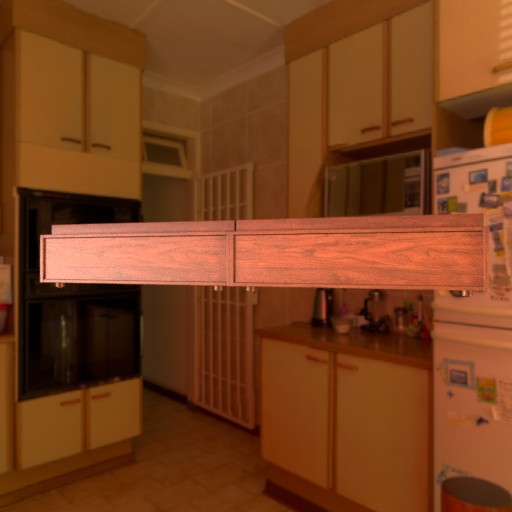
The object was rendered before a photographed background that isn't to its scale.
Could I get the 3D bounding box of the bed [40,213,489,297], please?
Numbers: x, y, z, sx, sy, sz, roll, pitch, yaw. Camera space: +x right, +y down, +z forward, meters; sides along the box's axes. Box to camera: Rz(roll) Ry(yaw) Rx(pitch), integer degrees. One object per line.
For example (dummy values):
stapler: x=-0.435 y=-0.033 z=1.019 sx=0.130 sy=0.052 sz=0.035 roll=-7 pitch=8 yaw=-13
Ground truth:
bed: x=0.000 y=0.000 z=2.331 sx=2.057 sy=0.326 sz=0.787 roll=0 pitch=0 yaw=17
